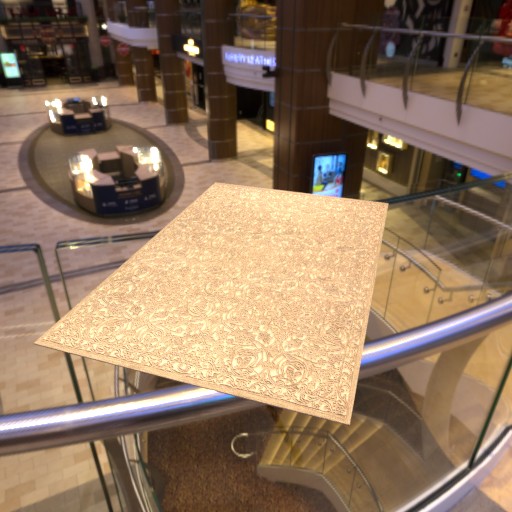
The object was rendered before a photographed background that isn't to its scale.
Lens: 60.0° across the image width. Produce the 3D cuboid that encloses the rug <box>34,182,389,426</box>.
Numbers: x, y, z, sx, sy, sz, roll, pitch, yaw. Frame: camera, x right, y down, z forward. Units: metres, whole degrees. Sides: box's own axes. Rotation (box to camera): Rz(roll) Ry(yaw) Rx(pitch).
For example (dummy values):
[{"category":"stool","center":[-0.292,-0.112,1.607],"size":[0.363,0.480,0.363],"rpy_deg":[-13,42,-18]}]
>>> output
[{"category":"rug","center":[0.000,0.000,2.309],"size":[1.221,0.006,1.827],"rpy_deg":[9,32,16]}]
